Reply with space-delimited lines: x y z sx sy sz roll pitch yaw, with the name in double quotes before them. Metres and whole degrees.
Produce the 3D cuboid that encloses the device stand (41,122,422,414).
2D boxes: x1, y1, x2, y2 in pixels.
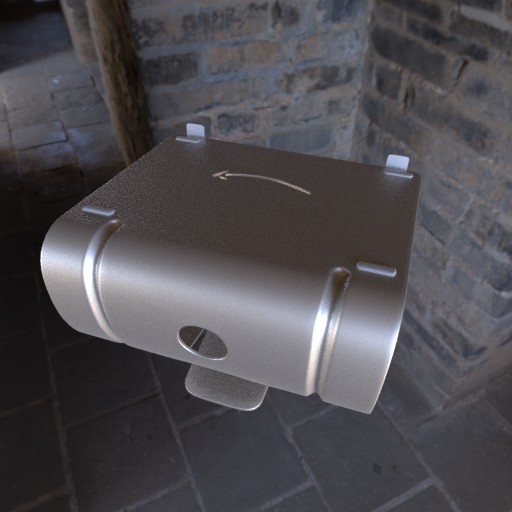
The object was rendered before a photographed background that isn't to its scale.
"device stand" 0.000 0.000 0.396 0.256 0.155 0.236 12 44 13
